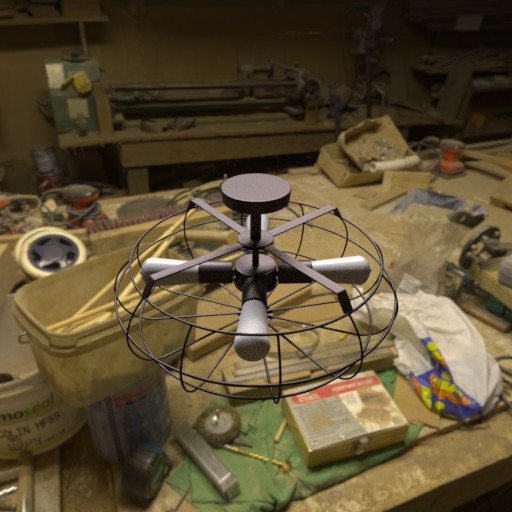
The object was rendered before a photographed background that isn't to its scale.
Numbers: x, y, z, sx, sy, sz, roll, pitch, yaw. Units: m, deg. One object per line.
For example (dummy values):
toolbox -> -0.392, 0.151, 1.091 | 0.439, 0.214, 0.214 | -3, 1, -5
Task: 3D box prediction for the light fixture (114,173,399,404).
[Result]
light fixture -> 0.000, 0.000, 0.914 | 0.582, 0.311, 0.582 | 0, 31, 0
